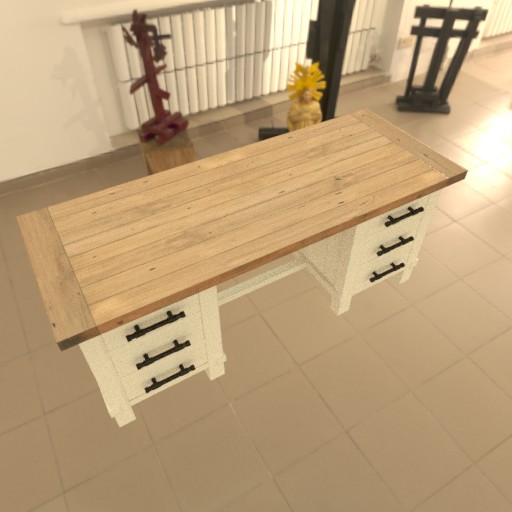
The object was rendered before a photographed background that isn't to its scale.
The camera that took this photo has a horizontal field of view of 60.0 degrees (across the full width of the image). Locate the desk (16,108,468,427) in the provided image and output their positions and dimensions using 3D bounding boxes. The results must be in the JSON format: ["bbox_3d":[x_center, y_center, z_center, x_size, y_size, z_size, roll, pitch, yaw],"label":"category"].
[{"bbox_3d":[0.000,0.000,2.140,1.803,0.760,0.688,-23,49,-21],"label":"desk"}]
